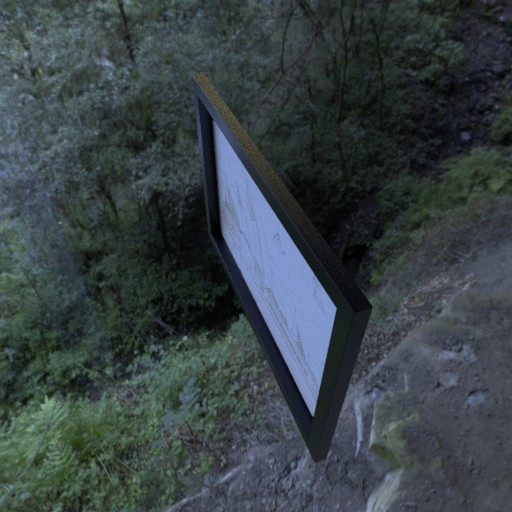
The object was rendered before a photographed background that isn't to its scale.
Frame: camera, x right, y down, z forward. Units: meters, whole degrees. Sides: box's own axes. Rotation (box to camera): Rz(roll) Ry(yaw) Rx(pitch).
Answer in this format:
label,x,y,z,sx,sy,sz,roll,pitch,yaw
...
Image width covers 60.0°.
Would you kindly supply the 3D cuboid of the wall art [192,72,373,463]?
label,x,y,z,sx,sy,sz,roll,pitch,yaw
wall art,0.000,0.000,0.869,0.027,0.458,0.657,-16,48,-15
